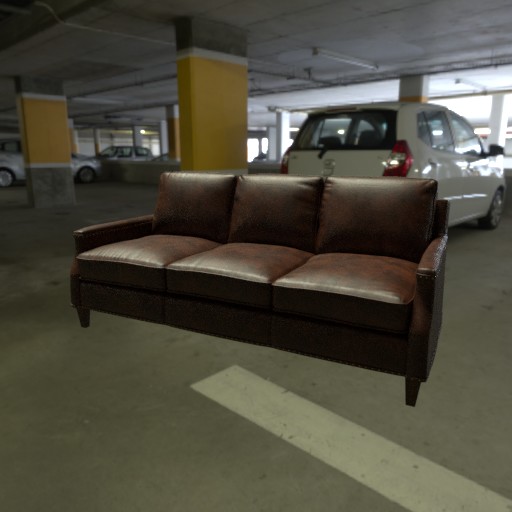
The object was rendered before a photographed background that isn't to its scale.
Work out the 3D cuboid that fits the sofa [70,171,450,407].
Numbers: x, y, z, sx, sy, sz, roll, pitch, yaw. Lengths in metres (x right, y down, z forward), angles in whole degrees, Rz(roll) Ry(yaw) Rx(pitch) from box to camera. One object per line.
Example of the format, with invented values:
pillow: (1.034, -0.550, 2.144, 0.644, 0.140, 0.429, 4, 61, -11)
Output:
sofa: (0.000, 0.000, 2.830, 2.240, 1.003, 1.084, 7, 15, 26)
